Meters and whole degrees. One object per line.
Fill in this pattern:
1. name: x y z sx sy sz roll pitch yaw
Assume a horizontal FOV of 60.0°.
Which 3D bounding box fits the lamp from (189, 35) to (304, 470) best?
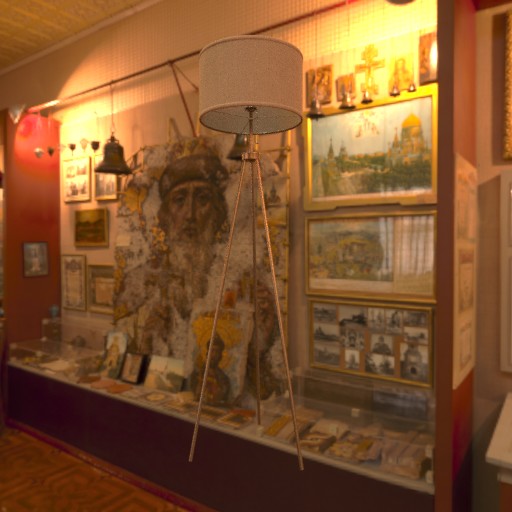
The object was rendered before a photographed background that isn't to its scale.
1. lamp: 0.000 0.000 1.743 0.460 1.545 0.449 1 1 37
